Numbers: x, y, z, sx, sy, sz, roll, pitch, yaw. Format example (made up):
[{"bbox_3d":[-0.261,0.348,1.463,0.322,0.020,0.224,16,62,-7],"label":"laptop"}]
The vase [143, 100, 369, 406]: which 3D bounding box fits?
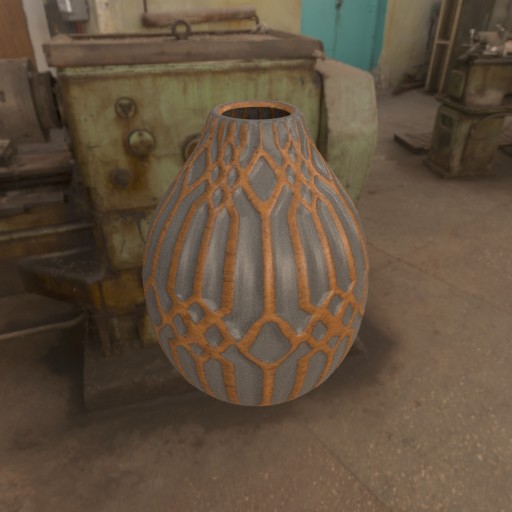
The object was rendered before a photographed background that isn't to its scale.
[{"bbox_3d":[0.000,0.000,0.136,0.069,0.088,0.069,0,31,0],"label":"vase"}]
